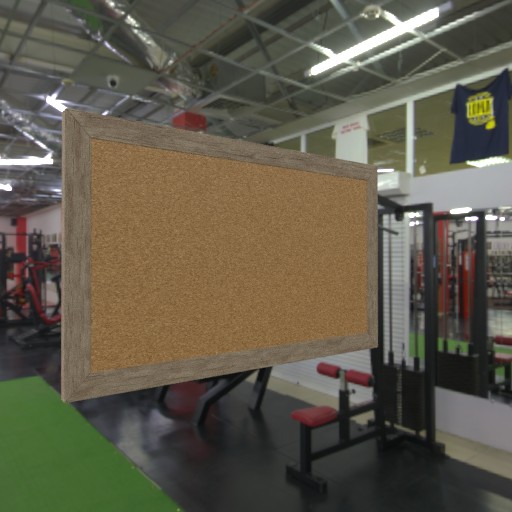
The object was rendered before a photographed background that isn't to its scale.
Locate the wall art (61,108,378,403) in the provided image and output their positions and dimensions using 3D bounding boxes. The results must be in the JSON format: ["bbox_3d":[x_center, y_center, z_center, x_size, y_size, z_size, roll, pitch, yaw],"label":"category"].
[{"bbox_3d":[0.000,0.000,0.955,0.780,0.480,0.021,0,0,-36],"label":"wall art"}]
